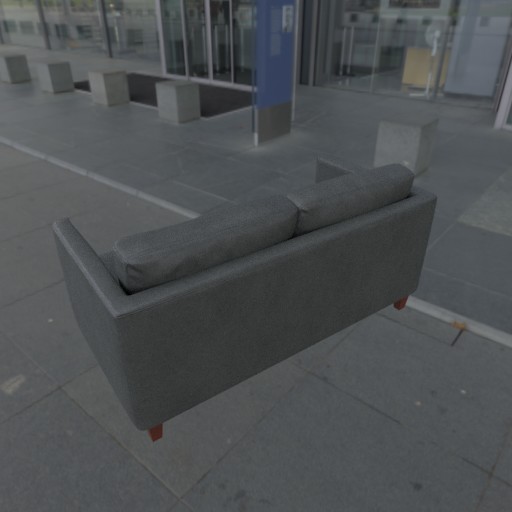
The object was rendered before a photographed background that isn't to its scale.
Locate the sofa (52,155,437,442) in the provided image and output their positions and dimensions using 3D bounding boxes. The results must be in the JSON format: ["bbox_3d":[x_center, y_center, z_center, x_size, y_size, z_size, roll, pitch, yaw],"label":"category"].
[{"bbox_3d":[0.000,0.000,2.484,1.883,0.933,0.951,-20,36,-30],"label":"sofa"}]
